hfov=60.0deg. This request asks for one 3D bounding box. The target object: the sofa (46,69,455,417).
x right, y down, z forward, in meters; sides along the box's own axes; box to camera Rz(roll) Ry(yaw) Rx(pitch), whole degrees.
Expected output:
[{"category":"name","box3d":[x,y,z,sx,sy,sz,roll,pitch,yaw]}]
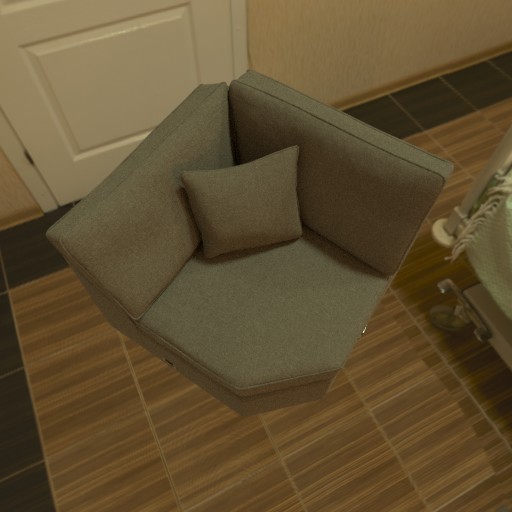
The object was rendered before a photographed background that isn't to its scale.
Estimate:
[{"category":"sofa","box3d":[0.000,0.000,1.829,1.042,0.951,1.050,30,63,18]}]
